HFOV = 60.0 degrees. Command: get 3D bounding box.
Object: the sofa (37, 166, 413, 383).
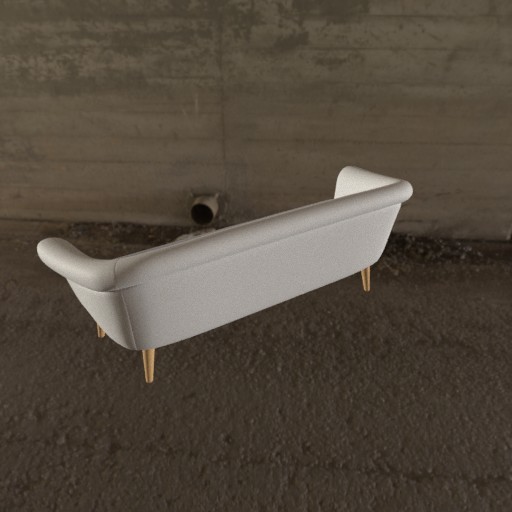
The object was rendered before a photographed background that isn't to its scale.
[{"bbox_3d":[0.000,0.000,2.568,2.160,0.795,0.827,-18,35,-27],"label":"sofa"}]
